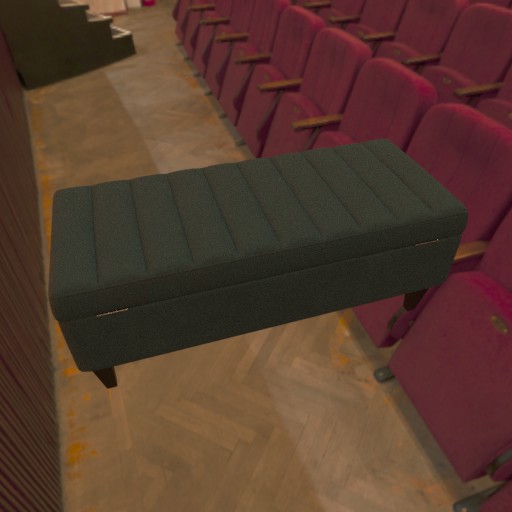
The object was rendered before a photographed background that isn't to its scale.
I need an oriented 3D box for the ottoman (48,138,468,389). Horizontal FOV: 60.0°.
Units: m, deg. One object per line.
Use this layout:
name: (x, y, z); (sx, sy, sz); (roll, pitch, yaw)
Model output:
ottoman: (0.000, 0.000, 1.432); (1.151, 0.469, 0.482); (-12, 43, -13)
